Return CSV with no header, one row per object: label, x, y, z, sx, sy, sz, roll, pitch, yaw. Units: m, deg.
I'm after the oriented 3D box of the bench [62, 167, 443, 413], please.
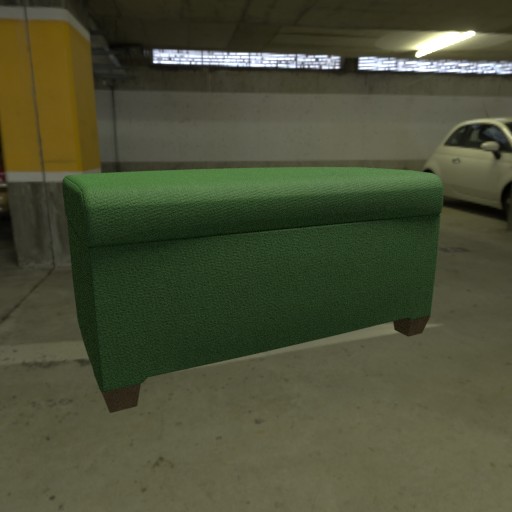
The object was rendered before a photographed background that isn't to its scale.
bench,0.000,0.000,1.296,0.989,0.501,0.505,-7,15,-26
